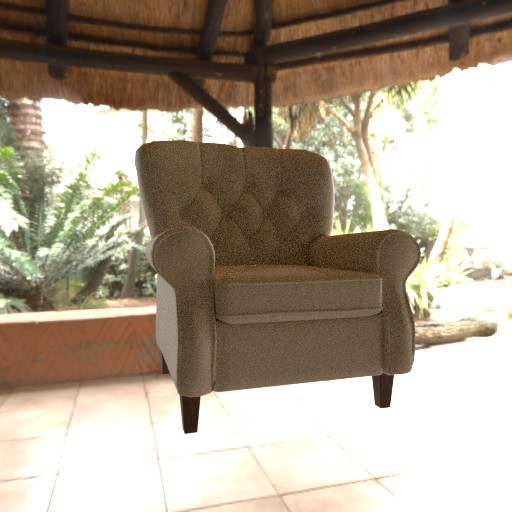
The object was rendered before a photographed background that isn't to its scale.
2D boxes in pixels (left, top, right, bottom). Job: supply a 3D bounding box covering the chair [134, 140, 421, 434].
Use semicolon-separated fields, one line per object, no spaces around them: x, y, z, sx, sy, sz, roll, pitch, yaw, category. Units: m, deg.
0.000;0.000;2.008;1.035;1.169;1.132;-1;2;-18;chair
